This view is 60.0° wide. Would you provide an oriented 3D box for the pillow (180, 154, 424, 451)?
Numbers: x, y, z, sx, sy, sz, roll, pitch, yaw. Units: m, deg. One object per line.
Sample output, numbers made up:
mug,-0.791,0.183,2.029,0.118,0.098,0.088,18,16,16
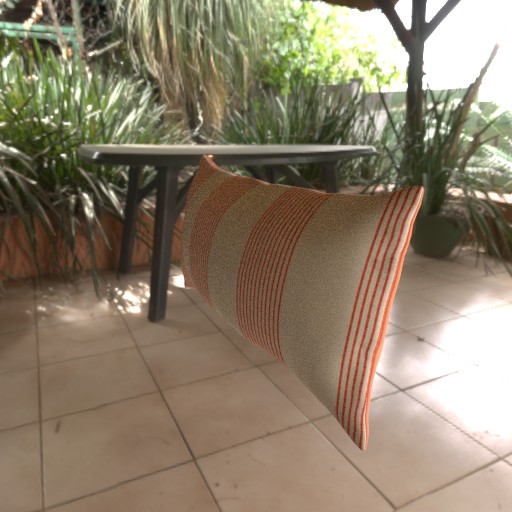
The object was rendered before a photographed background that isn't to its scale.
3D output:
pillow,0.000,0.000,0.717,0.156,0.292,0.608,-8,18,-26
